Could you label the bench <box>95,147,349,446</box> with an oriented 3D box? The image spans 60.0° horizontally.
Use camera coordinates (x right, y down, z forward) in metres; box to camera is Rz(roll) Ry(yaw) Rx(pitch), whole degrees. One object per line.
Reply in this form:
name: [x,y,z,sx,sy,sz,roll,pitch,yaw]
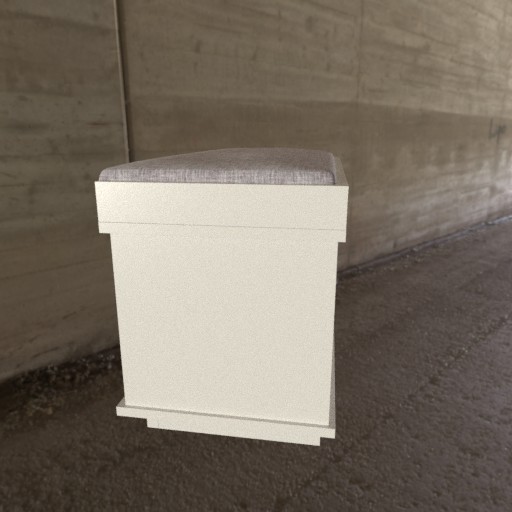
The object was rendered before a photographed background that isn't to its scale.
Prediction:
bench: [0.000,0.000,0.999,0.362,0.461,0.734,3,16,9]
